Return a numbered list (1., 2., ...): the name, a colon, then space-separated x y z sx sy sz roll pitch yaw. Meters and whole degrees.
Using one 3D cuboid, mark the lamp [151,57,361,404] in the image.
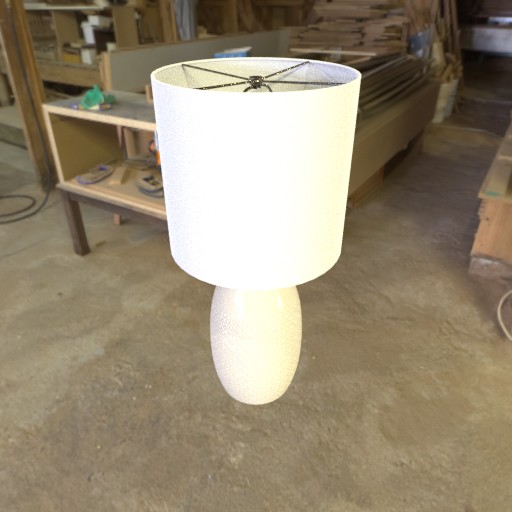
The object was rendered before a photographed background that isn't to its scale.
1. lamp: 0.000 0.000 0.582 0.217 0.453 0.217 20 37 30
